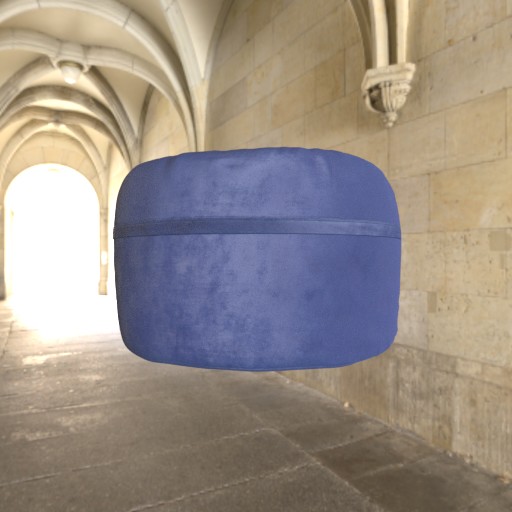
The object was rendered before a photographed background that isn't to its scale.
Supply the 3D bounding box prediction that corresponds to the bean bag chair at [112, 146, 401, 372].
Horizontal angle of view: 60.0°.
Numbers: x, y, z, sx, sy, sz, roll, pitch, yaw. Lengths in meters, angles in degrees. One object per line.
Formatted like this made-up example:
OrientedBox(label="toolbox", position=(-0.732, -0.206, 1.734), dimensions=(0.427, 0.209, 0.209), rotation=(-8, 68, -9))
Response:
OrientedBox(label="bean bag chair", position=(0.000, 0.000, 1.946), dimensions=(1.219, 0.762, 1.219), rotation=(0, 0, 0))
